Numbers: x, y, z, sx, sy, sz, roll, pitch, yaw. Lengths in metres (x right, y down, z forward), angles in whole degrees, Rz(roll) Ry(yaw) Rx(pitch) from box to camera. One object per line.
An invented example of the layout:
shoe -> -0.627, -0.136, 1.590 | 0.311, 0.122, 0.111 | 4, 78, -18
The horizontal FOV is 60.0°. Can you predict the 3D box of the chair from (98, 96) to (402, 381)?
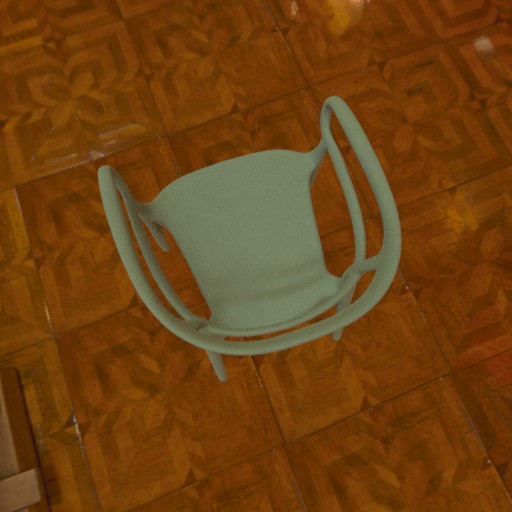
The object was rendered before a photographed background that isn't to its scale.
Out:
chair -> 0.000, 0.000, 1.128 | 0.559, 0.761, 0.527 | -18, 75, -5
